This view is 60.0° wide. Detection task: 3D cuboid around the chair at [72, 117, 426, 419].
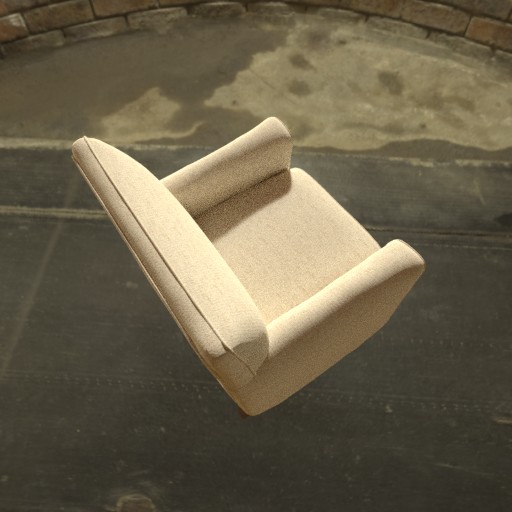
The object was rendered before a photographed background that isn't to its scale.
[{"bbox_3d":[0.000,0.000,1.647,0.823,0.943,0.870,-30,63,-17],"label":"chair"}]
